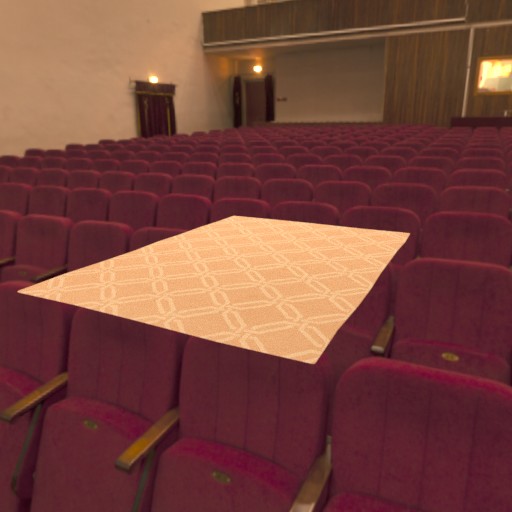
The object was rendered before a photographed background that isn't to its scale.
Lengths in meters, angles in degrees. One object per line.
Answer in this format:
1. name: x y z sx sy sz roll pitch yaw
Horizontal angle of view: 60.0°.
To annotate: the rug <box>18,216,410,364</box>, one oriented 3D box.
1. rug: 0.000 0.000 2.715 1.524 0.013 2.135 8 18 26
